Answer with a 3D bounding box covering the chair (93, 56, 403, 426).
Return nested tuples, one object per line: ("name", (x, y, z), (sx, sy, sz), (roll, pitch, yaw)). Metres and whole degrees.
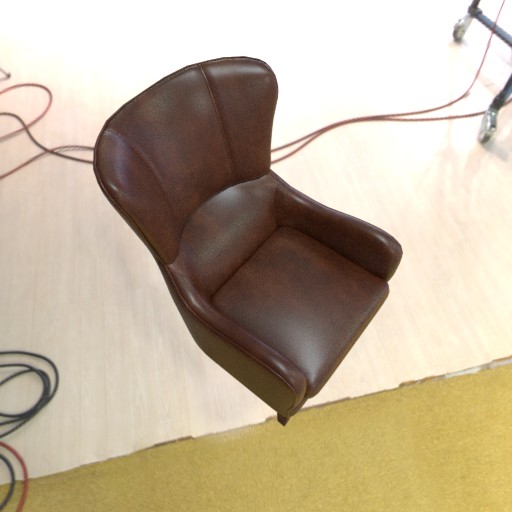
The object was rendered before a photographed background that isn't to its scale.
("chair", (0.000, 0.000, 1.632), (0.914, 1.048, 0.692), (34, 63, 20))
